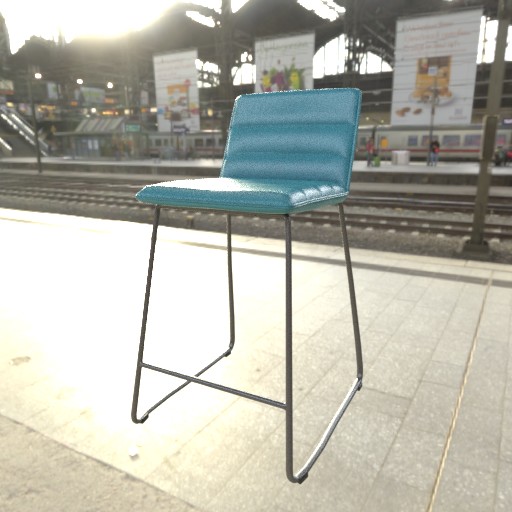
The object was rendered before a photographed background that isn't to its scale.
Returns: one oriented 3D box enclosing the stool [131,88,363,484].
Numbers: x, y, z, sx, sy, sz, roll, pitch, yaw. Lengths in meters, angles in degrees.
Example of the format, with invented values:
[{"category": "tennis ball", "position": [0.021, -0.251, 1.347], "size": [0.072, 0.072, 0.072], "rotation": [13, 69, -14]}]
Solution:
[{"category": "stool", "position": [0.000, 0.000, 1.162], "size": [0.489, 0.866, 0.524], "rotation": [7, 16, 27]}]
